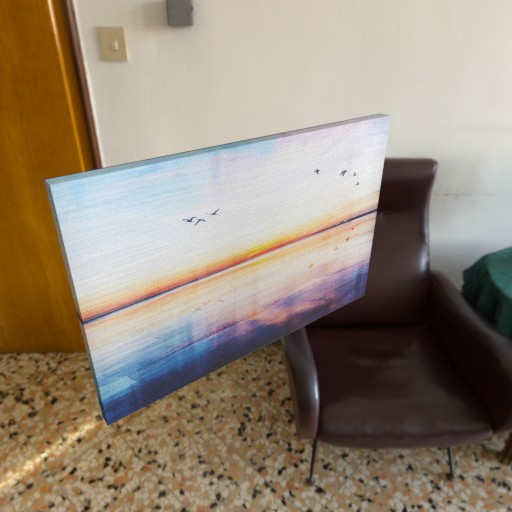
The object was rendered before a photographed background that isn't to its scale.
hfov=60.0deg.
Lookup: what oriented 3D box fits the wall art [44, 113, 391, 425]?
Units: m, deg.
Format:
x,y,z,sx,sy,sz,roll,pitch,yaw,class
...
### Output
x,y,z,sx,sy,sz,roll,pitch,yaw,class
0.000,0.000,1.157,0.911,0.605,0.037,-20,35,-31,wall art
